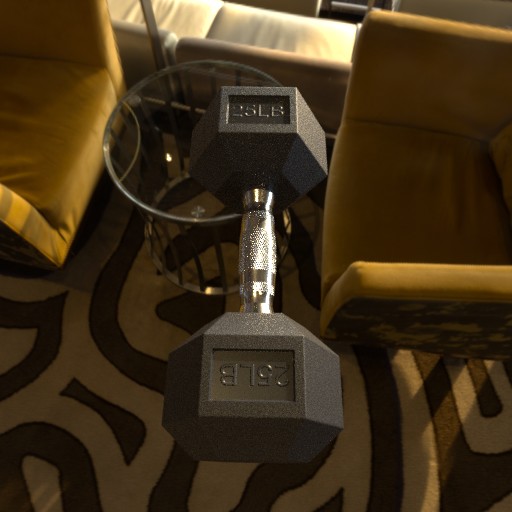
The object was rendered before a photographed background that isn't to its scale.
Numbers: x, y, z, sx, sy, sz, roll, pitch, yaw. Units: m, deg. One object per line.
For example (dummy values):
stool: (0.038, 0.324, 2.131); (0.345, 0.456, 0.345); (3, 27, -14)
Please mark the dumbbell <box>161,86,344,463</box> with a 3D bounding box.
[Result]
dumbbell: (0.000, 0.000, 0.374); (0.129, 0.113, 0.315); (1, 64, 0)
